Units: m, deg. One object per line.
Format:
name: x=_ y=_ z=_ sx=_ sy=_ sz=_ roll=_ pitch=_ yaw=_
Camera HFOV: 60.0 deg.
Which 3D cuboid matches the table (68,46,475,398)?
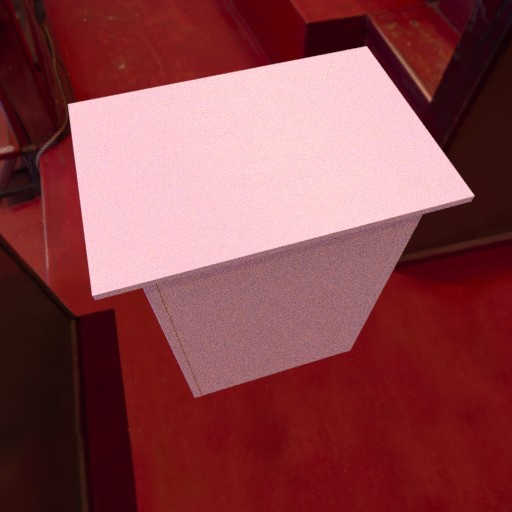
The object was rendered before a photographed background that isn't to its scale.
table: x=0.000 y=0.000 z=1.051 sx=0.589 sy=0.711 sz=0.406 roll=-15 pitch=60 yaw=-9
